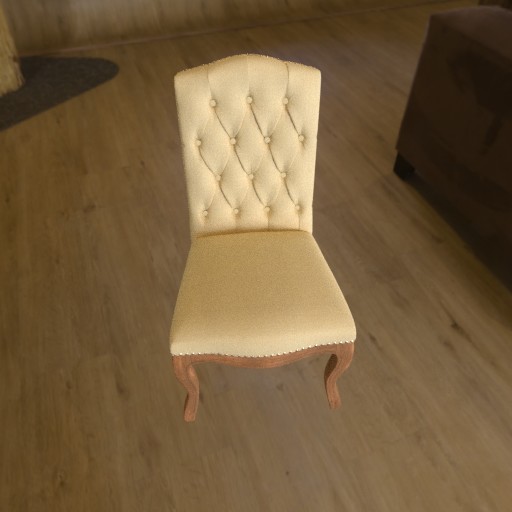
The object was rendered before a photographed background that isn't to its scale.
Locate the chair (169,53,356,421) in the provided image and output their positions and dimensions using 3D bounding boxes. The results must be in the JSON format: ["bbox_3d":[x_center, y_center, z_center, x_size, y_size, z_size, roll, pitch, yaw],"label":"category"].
[{"bbox_3d":[0.000,0.000,1.594,0.623,1.165,0.715,-4,46,-3],"label":"chair"}]
